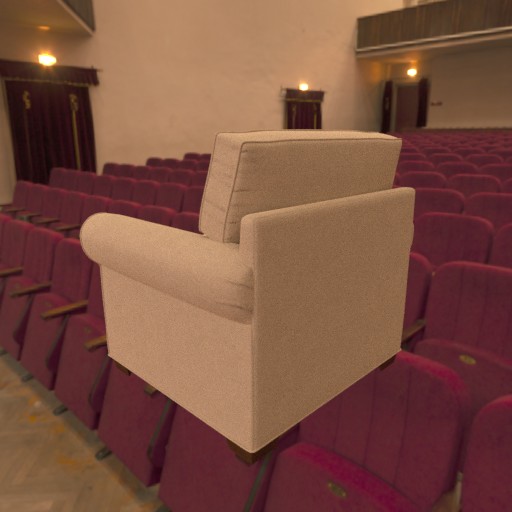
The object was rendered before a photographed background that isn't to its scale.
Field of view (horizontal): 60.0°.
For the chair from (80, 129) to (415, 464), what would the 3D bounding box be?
[{"bbox_3d":[0.000,0.000,1.746,0.863,0.955,1.040,15,21,43],"label":"chair"}]
